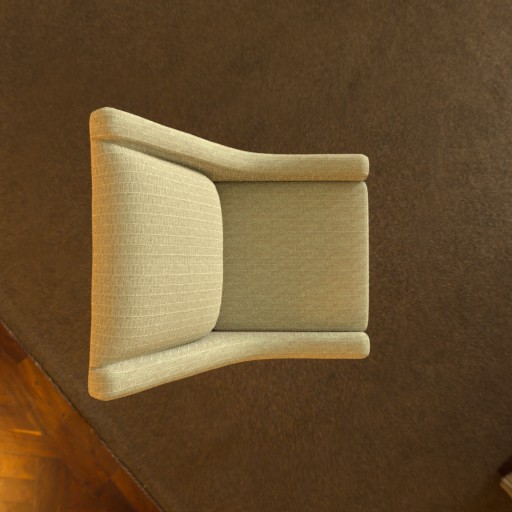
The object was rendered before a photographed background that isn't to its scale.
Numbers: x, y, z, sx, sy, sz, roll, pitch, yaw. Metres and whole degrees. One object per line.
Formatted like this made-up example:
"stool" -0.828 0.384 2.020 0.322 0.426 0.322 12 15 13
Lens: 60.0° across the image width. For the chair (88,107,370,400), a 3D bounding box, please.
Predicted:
"chair" 0.000 0.000 1.621 0.870 1.014 0.774 0 89 0
